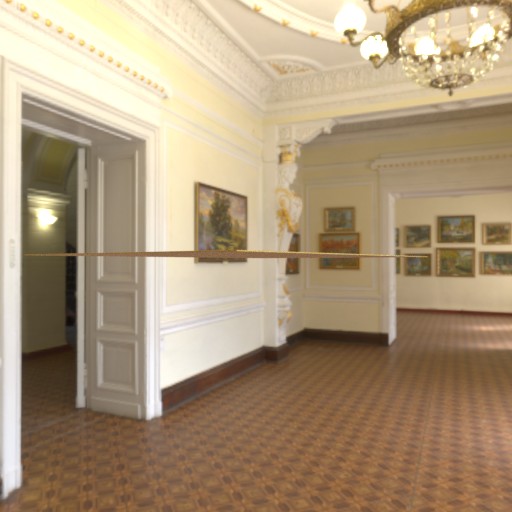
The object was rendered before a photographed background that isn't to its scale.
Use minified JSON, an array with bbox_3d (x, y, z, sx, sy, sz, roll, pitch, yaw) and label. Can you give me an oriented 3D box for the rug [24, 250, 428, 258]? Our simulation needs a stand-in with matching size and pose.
[{"bbox_3d":[0.000,0.000,3.737,1.981,0.006,2.895,-1,-1,37],"label":"rug"}]
